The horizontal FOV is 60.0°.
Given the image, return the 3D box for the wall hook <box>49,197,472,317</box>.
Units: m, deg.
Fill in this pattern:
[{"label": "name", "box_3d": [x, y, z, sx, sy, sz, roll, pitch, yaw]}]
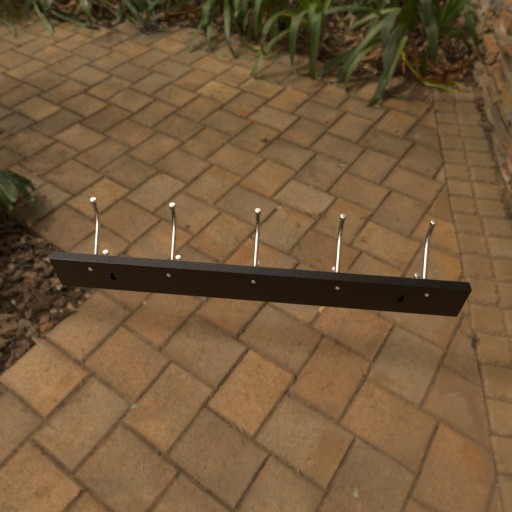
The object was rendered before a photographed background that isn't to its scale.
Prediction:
[{"label": "wall hook", "box_3d": [0.000, 0.000, 0.621, 0.571, 0.117, 0.071, 4, 47, 4]}]
